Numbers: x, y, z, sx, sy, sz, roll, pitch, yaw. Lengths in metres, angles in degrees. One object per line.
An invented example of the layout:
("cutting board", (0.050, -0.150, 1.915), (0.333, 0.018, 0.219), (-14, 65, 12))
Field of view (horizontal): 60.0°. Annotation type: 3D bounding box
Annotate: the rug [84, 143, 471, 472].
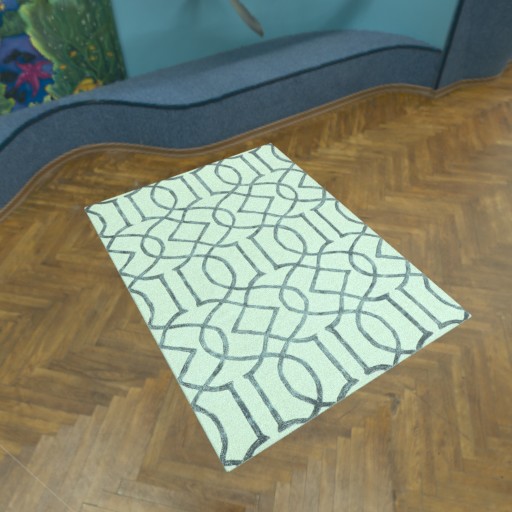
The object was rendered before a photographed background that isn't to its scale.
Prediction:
("rug", (0.000, 0.000, 3.945), (2.211, 0.021, 2.910), (-24, 51, -21))
